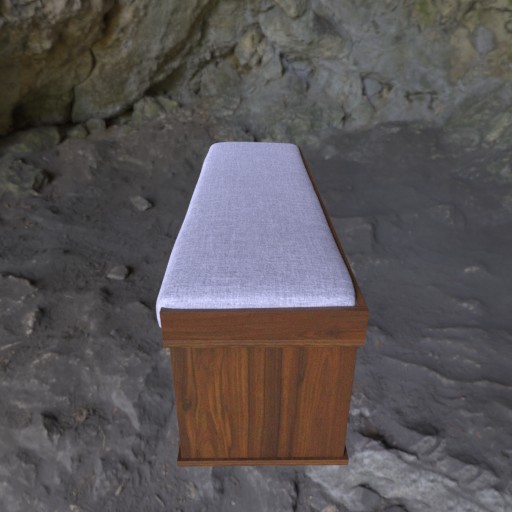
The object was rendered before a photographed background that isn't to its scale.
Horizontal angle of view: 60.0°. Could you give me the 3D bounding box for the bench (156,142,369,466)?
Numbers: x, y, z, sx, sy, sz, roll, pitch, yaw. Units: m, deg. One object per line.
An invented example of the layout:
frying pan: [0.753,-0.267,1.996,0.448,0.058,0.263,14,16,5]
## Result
bench: [0.000,0.000,1.363,0.367,0.468,1.196,0,27,-1]
